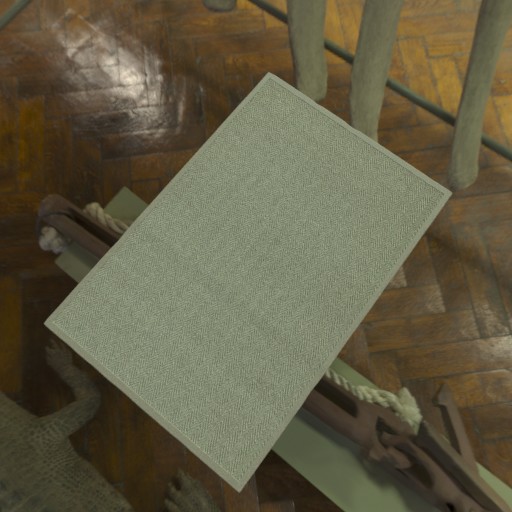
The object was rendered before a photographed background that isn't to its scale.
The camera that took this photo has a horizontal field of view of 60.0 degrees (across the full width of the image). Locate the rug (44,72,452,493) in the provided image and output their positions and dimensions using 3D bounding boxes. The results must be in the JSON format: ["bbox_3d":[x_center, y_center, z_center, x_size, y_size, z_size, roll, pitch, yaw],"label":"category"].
[{"bbox_3d":[0.000,0.000,2.836,1.540,0.021,2.290,37,78,9],"label":"rug"}]
